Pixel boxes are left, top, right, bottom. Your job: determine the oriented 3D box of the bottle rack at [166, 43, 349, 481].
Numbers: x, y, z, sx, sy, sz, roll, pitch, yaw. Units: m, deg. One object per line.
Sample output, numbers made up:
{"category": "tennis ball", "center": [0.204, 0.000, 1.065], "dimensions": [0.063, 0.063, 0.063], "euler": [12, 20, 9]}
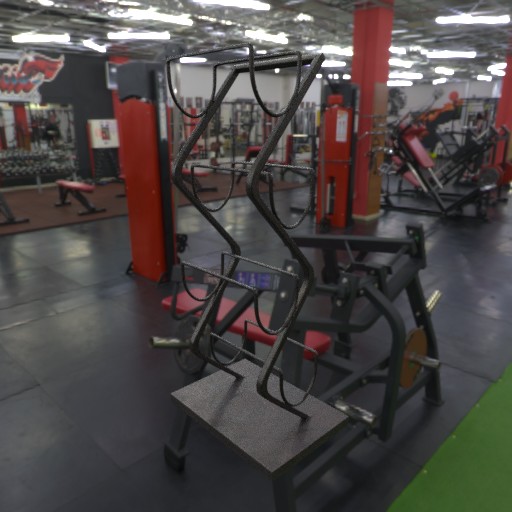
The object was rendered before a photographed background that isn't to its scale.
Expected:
{"category": "bottle rack", "center": [0.000, 0.000, 0.677], "dimensions": [0.178, 0.559, 0.254], "euler": [-15, 22, -41]}
